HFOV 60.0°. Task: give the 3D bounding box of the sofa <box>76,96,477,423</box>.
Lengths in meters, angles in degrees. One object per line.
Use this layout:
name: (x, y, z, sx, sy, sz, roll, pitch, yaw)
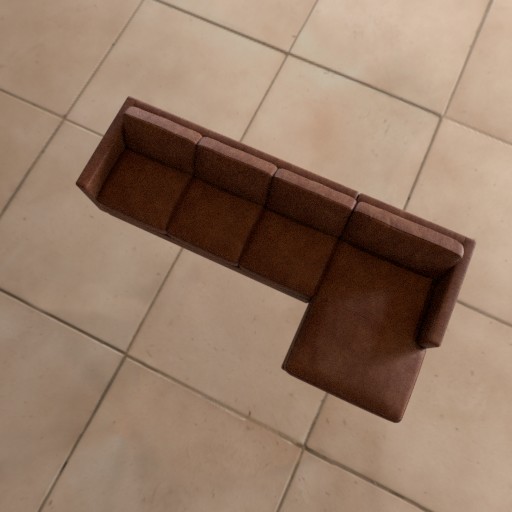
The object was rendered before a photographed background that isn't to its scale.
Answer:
sofa: (0.000, 0.000, 3.835, 3.203, 0.883, 1.581, 24, 77, 6)
